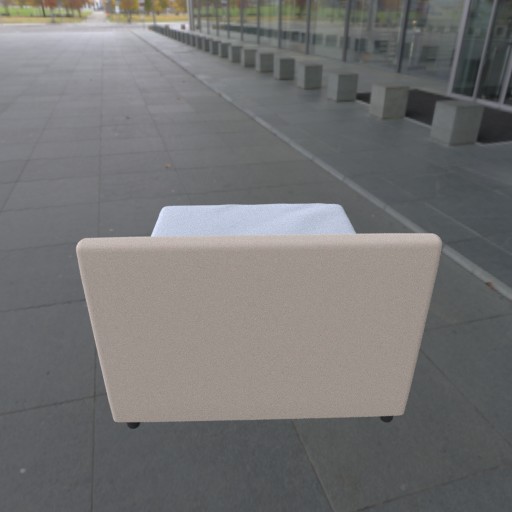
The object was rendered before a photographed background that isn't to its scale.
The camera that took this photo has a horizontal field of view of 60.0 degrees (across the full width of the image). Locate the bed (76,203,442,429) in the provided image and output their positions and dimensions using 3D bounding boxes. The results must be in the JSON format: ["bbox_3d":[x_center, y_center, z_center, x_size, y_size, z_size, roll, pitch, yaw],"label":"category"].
[{"bbox_3d":[0.000,0.000,3.390,1.884,1.330,2.142,-1,29,-2],"label":"bed"}]
